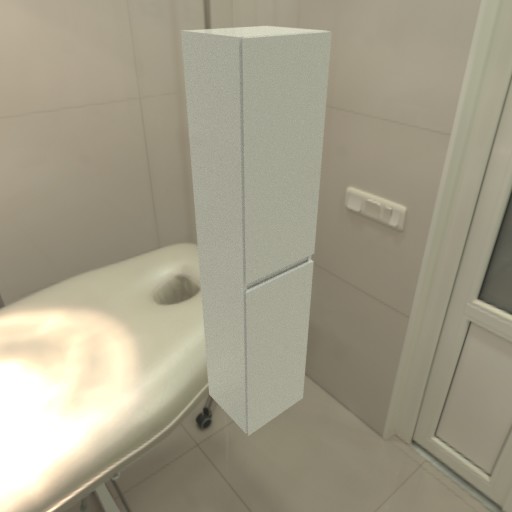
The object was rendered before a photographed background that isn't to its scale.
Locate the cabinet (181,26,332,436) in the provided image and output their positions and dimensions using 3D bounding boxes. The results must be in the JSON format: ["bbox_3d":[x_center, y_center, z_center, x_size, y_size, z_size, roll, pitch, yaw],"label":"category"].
[{"bbox_3d":[0.000,0.000,1.542,0.300,1.400,0.270,-23,38,-33],"label":"cabinet"}]
